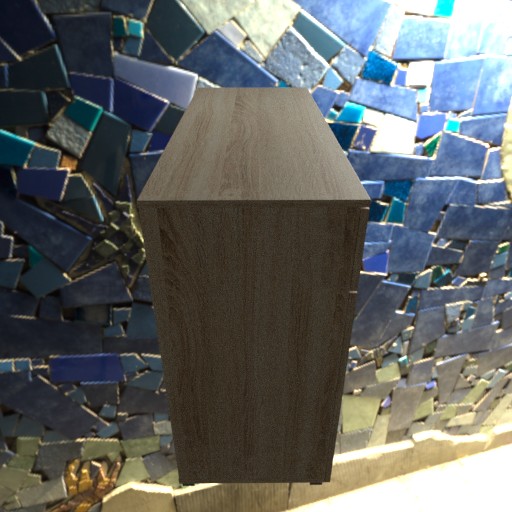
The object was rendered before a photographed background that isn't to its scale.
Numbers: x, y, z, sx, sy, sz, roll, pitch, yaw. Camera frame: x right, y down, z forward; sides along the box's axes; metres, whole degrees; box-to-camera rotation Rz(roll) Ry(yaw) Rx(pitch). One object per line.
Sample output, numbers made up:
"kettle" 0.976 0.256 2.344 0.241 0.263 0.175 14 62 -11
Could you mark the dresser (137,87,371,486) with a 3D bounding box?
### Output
"dresser" 0.000 0.000 1.520 0.450 0.900 1.100 0 31 0
